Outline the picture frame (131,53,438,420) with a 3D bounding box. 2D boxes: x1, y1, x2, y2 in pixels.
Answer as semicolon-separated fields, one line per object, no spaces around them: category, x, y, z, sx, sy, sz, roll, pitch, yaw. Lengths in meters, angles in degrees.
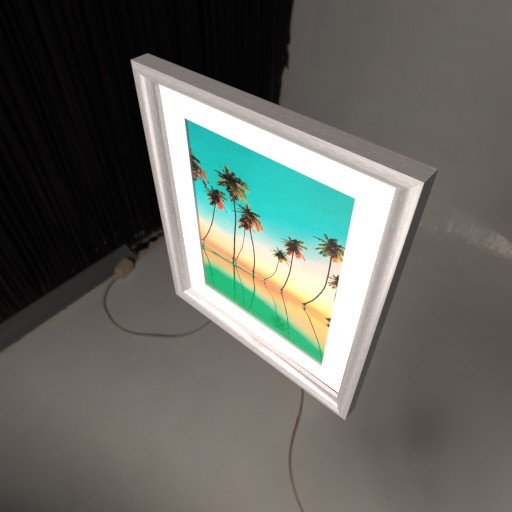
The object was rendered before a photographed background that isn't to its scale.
picture frame;0.000;0.000;0.525;0.327;0.378;0.027;32;53;27
